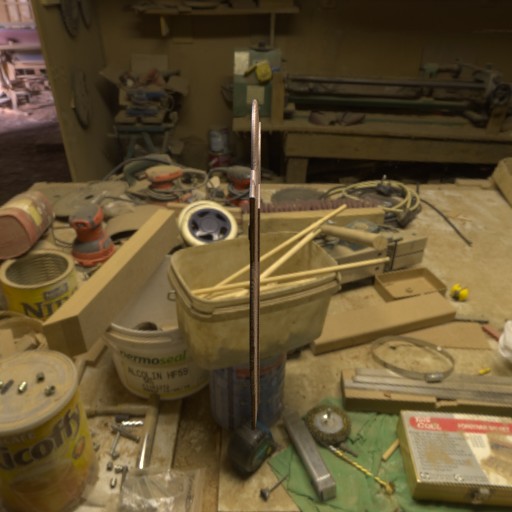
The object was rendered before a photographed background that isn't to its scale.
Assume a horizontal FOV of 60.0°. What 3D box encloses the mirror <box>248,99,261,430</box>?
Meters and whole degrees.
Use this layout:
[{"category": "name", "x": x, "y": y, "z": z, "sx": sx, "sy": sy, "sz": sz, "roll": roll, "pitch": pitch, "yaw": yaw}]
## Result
[{"category": "mirror", "x": 0.000, "y": 0.000, "z": 1.046, "sx": 0.019, "sy": 0.686, "sz": 0.686, "roll": 0, "pitch": 32, "yaw": 1}]
